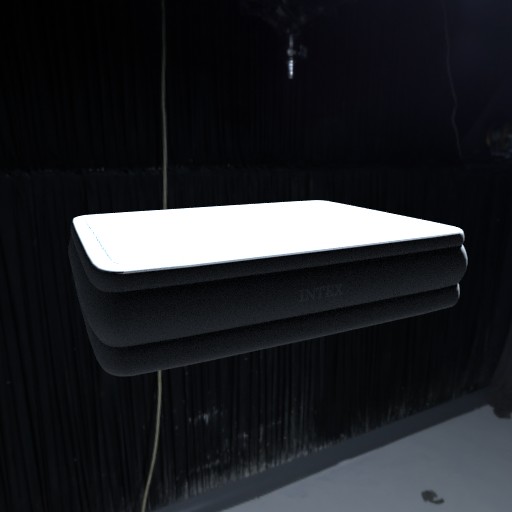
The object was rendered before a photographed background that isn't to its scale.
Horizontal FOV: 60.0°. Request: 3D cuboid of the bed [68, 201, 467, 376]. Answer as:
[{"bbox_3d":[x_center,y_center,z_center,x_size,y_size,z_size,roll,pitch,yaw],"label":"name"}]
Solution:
[{"bbox_3d":[0.000,0.000,2.665,2.036,0.460,1.520,-7,16,-25],"label":"bed"}]
